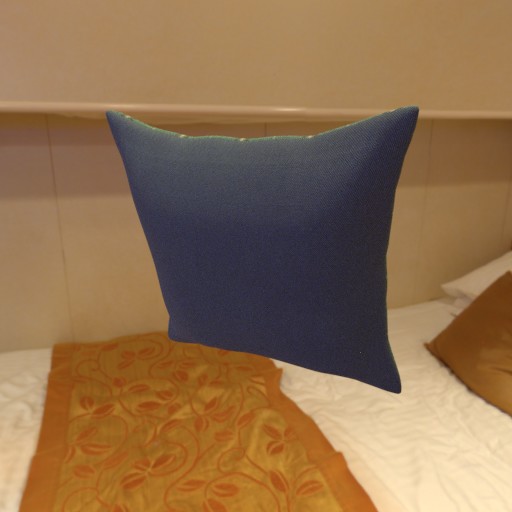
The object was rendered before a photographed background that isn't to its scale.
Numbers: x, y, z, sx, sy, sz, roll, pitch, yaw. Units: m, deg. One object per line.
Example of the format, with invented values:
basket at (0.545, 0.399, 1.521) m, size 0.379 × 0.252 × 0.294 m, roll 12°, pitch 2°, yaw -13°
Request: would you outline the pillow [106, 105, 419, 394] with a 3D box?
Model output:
pillow at (0.000, 0.000, 0.682) m, size 0.453 × 0.430 × 0.200 m, roll 8°, pitch 18°, yaw 26°
